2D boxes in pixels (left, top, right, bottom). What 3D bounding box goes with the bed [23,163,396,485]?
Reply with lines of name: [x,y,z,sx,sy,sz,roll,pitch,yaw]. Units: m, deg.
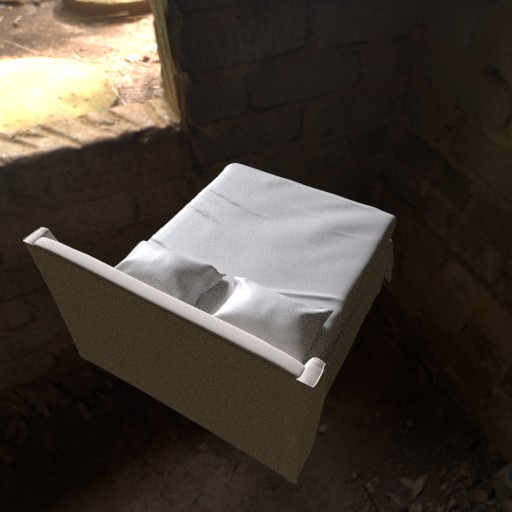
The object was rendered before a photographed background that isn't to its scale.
bed: [0.000,0.000,3.422,1.925,1.332,2.276,22,50,21]
